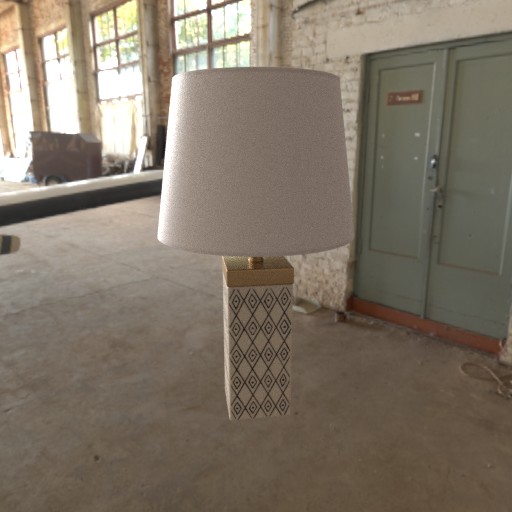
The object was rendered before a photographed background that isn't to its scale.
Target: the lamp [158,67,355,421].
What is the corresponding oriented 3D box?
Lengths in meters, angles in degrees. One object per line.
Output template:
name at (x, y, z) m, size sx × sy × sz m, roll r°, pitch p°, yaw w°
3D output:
lamp at (0.000, 0.000, 0.586) m, size 0.251 × 0.435 × 0.251 m, roll 0°, pitch 14°, yaw 0°
